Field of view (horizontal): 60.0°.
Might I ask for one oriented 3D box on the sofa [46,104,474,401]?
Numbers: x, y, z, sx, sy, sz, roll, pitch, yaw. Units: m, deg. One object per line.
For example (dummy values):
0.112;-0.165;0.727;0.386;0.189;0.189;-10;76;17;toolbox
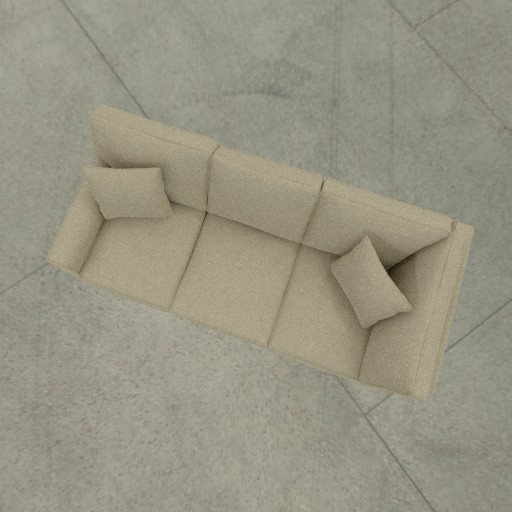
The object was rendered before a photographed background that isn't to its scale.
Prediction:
0.000;0.000;2.784;2.317;0.962;1.061;19;77;5;sofa
